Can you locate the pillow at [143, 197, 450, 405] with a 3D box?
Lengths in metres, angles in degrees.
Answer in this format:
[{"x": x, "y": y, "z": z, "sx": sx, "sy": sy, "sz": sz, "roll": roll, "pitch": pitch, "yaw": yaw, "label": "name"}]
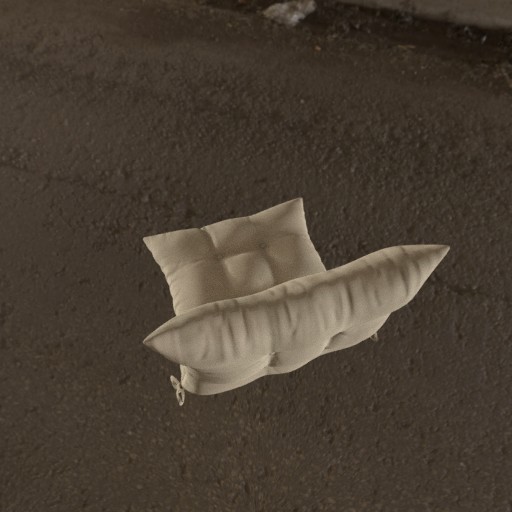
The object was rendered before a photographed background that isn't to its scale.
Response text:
[{"x": 0.000, "y": 0.000, "z": 1.019, "sx": 0.541, "sy": 0.536, "sz": 0.585, "roll": -16, "pitch": 59, "yaw": -10, "label": "pillow"}]
